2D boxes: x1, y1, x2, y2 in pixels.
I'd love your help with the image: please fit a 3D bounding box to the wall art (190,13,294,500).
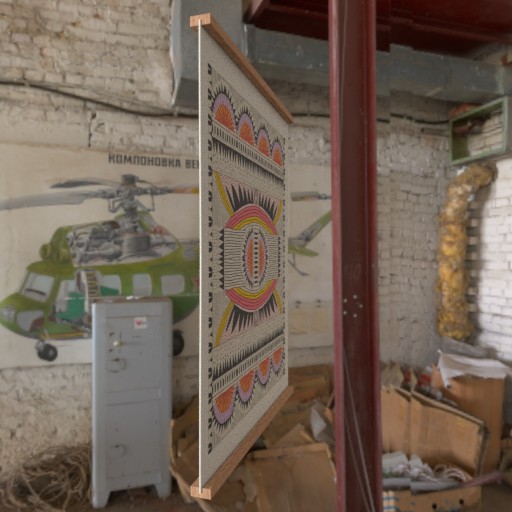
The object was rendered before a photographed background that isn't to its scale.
[{"bbox_3d":[0.000,0.000,0.774,0.028,0.609,0.456,0,1,18],"label":"wall art"}]
